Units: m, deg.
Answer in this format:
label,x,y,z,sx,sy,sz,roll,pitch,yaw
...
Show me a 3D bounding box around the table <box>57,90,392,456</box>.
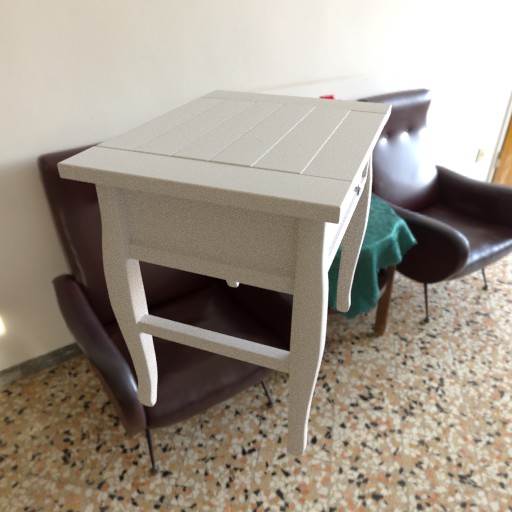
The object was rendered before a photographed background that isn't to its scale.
label,x,y,z,sx,sy,sz,roll,pitch,yaw
table,0.000,0.000,1.042,0.463,0.605,0.599,11,34,17
